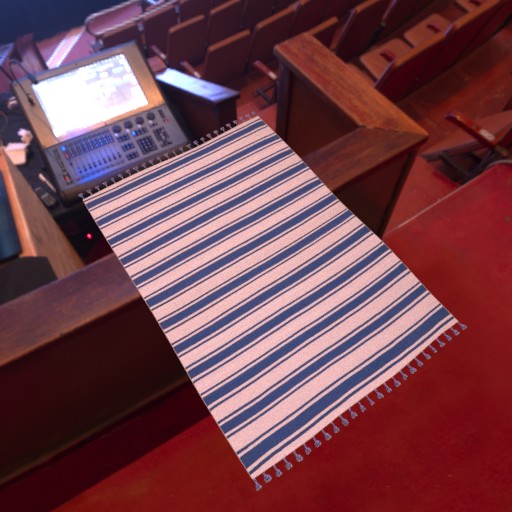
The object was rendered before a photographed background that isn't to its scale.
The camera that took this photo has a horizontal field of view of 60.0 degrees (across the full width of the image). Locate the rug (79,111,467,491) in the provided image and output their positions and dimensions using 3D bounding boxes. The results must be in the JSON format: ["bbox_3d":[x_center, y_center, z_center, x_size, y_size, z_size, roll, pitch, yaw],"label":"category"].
[{"bbox_3d":[0.000,0.000,2.933,1.544,0.010,2.315,-30,64,-17],"label":"rug"}]
